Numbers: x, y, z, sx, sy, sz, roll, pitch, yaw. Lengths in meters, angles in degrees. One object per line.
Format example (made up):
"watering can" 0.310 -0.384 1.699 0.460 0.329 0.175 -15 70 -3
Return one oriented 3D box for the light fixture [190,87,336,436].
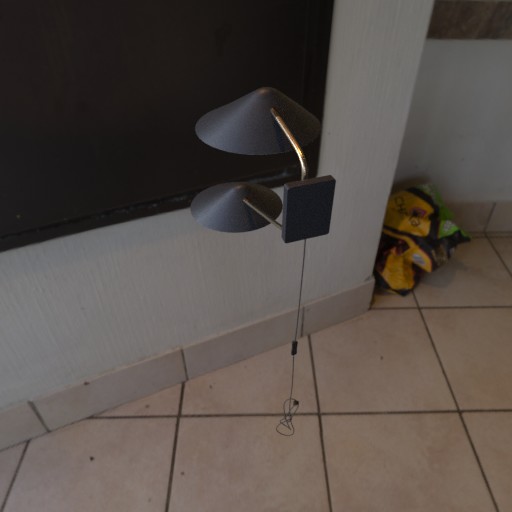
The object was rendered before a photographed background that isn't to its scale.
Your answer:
"light fixture" 0.000 0.000 0.845 0.189 0.665 0.422 -13 42 -15
